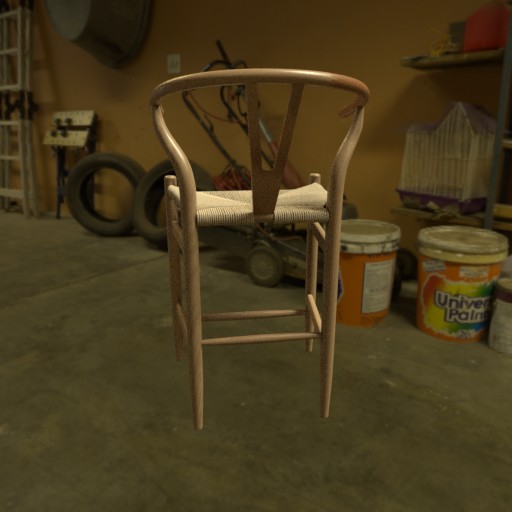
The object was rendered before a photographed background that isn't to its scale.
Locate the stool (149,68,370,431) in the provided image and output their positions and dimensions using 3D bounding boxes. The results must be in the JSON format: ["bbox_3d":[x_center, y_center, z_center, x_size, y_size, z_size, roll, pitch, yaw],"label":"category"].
[{"bbox_3d":[0.000,0.000,1.262,0.536,0.923,0.575,-2,16,-8],"label":"stool"}]
